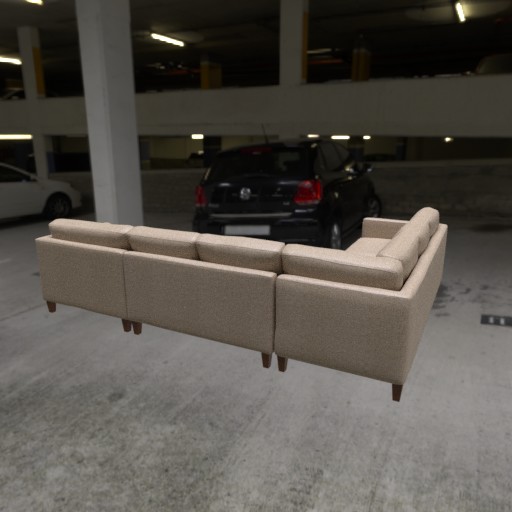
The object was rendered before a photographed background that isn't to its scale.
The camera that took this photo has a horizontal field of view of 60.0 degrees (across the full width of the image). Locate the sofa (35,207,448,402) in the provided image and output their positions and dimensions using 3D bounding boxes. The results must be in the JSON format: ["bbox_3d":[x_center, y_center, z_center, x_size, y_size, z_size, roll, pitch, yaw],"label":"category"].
[{"bbox_3d":[0.000,0.000,4.597,3.460,0.961,2.594,8,17,26],"label":"sofa"}]
